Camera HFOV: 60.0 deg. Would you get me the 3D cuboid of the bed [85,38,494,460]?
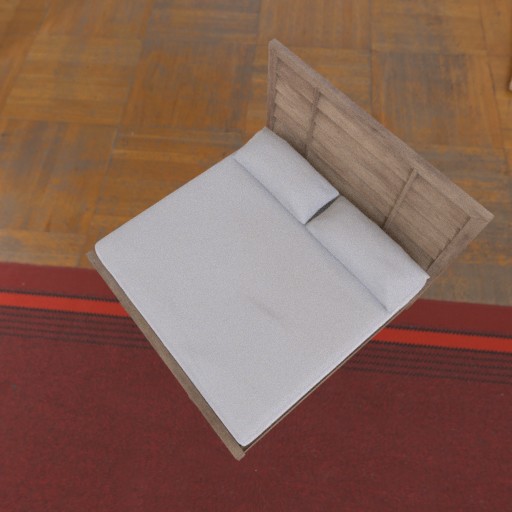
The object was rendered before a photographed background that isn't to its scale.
[{"bbox_3d":[0.000,0.000,3.454,2.062,1.626,2.032,-37,70,-16],"label":"bed"}]
